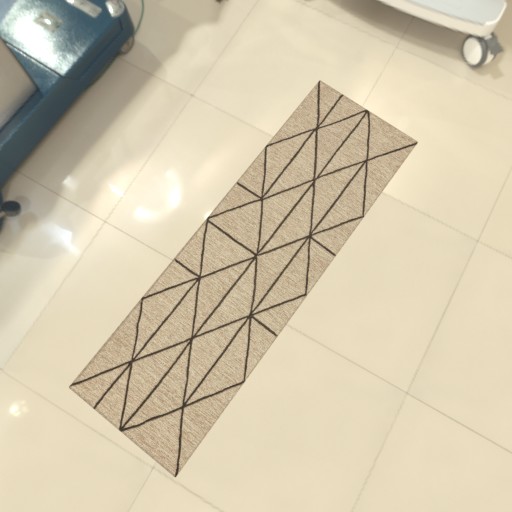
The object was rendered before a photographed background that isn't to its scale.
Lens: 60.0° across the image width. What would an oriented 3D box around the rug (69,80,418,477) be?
[{"bbox_3d":[0.000,0.000,2.634,0.762,0.012,2.438,36,78,9],"label":"rug"}]
